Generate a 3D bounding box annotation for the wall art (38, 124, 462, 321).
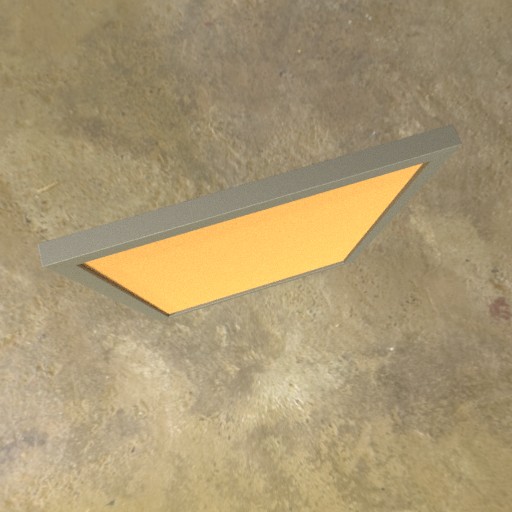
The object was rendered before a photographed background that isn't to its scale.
[{"bbox_3d":[0.000,0.000,0.736,0.458,0.558,0.029,-17,77,-4],"label":"wall art"}]
